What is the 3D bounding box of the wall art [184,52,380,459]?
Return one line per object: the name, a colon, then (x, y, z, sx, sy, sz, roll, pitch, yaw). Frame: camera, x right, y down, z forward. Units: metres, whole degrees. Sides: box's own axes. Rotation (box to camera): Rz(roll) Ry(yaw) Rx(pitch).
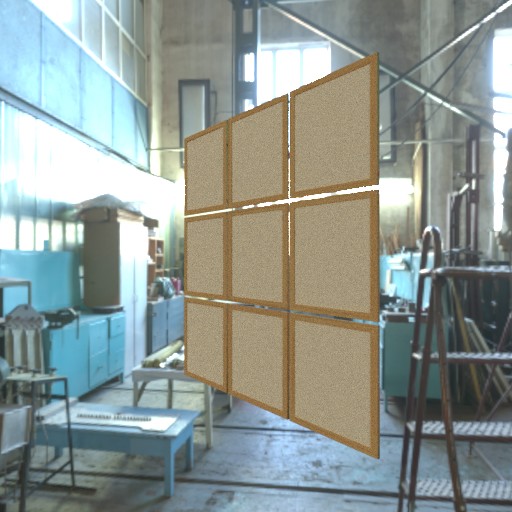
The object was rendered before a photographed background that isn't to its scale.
wall art: (0.000, 0.000, 2.263, 0.013, 1.523, 1.517, 0, 0, -37)
